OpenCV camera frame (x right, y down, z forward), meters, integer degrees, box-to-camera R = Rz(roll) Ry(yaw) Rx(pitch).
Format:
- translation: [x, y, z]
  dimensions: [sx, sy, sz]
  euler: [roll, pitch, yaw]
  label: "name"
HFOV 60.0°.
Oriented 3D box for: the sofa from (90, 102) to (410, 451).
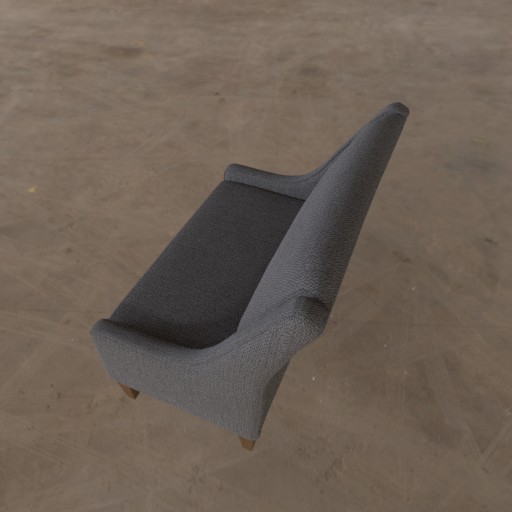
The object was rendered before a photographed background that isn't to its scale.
- translation: [0.000, 0.000, 1.907]
  dimensions: [0.873, 1.022, 1.242]
  euler: [17, 48, 16]
  label: "sofa"
